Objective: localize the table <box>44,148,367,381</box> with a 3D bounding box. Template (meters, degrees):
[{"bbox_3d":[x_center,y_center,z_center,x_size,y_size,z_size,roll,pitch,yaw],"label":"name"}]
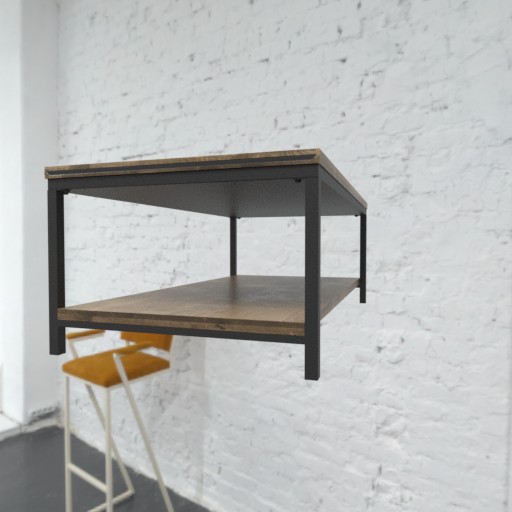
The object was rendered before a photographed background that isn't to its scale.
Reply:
[{"bbox_3d":[0.000,0.000,1.339,0.574,0.393,1.062,1,2,18],"label":"table"}]
